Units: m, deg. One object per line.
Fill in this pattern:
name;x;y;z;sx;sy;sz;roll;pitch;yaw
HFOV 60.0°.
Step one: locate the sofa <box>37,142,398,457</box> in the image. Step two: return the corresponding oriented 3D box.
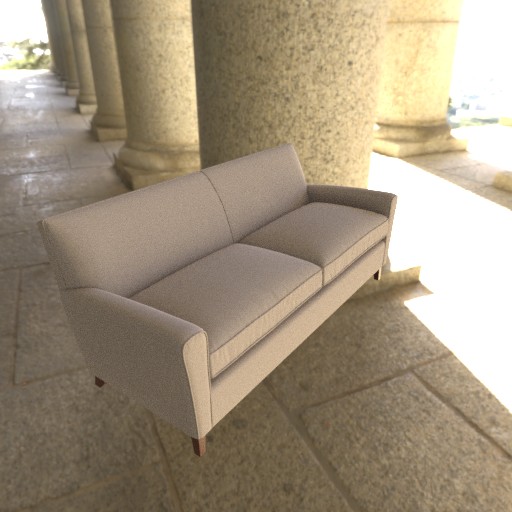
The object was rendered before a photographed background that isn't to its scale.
sofa;0.000;0.000;2.475;0.875;0.846;2.000;18;31;32
